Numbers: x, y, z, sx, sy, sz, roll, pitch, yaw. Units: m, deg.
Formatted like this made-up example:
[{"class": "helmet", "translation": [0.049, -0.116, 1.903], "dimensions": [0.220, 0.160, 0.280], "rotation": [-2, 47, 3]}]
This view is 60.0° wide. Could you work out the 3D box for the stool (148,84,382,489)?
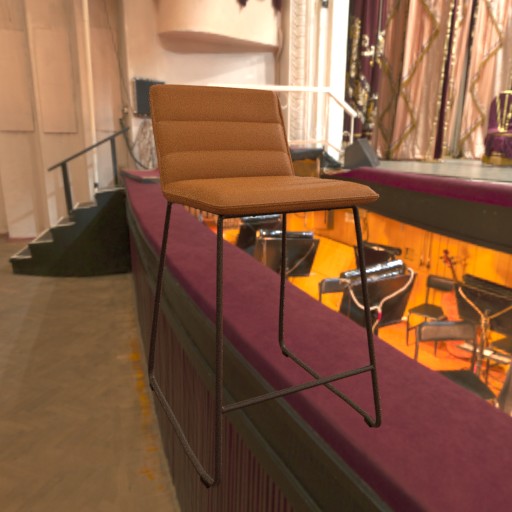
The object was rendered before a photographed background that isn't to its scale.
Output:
[{"class": "stool", "translation": [0.000, 0.000, 1.141], "dimensions": [0.489, 0.866, 0.524], "rotation": [-7, 16, -26]}]
